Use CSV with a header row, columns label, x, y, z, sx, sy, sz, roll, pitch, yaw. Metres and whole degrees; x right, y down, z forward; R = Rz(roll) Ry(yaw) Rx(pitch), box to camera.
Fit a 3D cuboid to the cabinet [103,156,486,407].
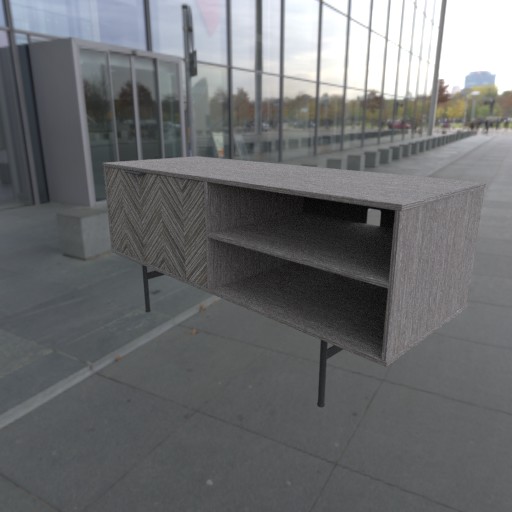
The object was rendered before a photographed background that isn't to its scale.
label,x,y,z,sx,sy,sz,roll,pitch,yaw
cabinet,0.000,0.000,1.584,0.500,0.599,1.300,-16,23,-42
